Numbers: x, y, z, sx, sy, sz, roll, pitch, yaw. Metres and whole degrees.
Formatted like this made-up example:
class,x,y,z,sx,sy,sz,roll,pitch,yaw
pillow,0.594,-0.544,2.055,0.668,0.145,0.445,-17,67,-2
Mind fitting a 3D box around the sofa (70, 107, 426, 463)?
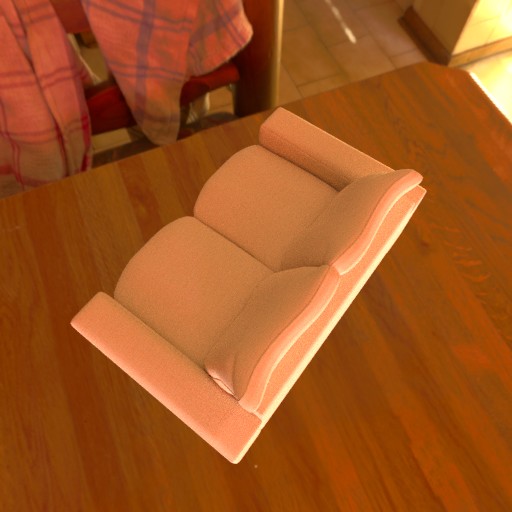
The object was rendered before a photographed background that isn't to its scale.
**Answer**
class,x,y,z,sx,sy,sz,roll,pitch,yaw
sofa,0.000,0.000,2.416,1.091,0.875,1.754,35,69,15
